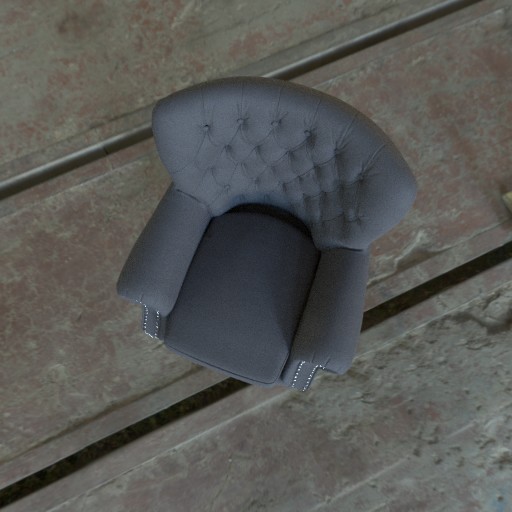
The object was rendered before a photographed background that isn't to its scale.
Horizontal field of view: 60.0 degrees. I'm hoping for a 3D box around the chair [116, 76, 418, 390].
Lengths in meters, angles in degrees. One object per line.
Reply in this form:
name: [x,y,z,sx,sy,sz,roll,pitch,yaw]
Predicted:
chair: [0.000,0.000,1.828,0.983,1.046,0.983,19,76,5]
